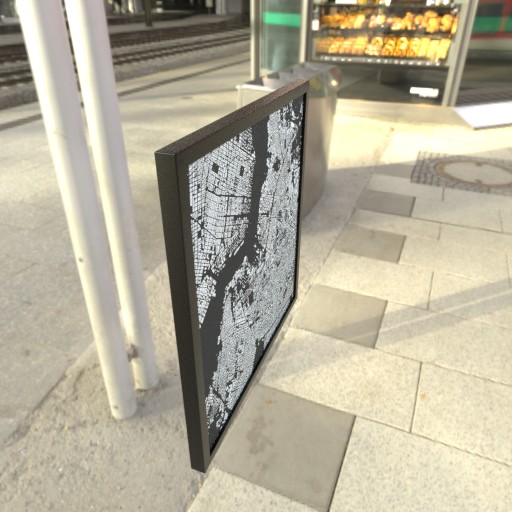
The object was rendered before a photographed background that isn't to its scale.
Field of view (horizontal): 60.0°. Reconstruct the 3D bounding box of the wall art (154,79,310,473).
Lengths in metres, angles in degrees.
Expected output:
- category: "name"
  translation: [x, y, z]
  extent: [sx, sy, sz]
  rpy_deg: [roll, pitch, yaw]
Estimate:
- category: "wall art"
  translation: [0.000, 0.000, 1.154]
  extent: [0.038, 0.761, 0.755]
  rpy_deg: [11, 32, 18]
